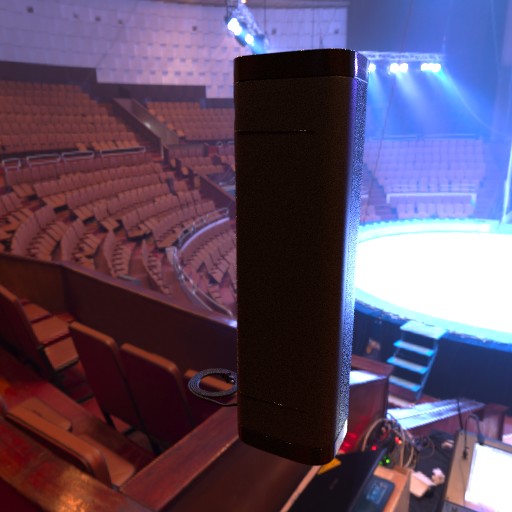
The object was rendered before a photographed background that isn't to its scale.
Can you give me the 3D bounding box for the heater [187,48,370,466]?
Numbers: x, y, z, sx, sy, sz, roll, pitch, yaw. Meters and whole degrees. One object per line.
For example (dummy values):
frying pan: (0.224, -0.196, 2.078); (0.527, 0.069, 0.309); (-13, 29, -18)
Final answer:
heater: (0.000, 0.000, 0.692); (0.312, 0.552, 0.174); (7, 17, 26)
